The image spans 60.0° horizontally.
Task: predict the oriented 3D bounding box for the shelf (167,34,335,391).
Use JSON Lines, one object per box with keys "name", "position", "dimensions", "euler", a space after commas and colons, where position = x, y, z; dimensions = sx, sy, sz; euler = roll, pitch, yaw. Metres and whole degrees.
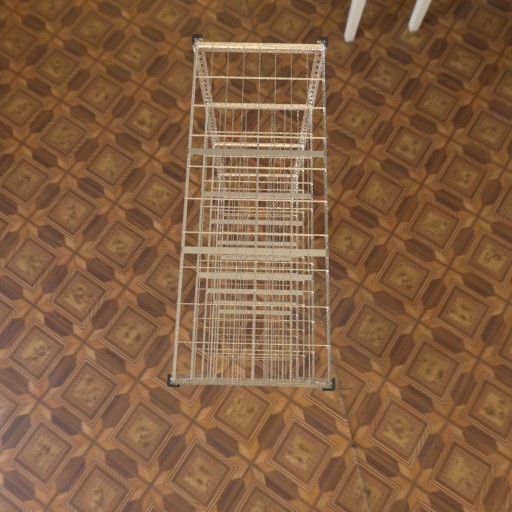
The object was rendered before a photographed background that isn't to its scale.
{"name": "shelf", "position": [0.000, 0.000, 2.749], "dimensions": [0.610, 1.981, 1.524], "euler": [1, 75, 0]}
